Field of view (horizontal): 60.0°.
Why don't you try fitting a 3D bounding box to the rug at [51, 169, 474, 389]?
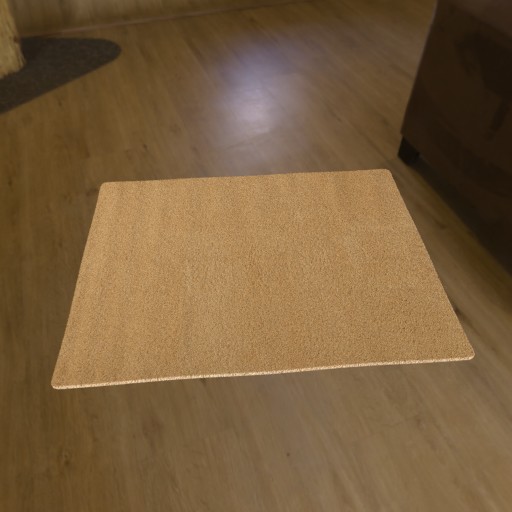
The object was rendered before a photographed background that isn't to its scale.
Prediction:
[{"bbox_3d":[0.000,0.000,2.066,1.600,0.025,1.199,-3,48,-3],"label":"rug"}]
